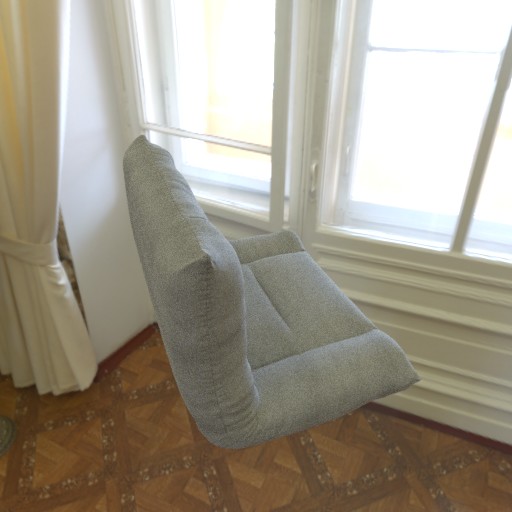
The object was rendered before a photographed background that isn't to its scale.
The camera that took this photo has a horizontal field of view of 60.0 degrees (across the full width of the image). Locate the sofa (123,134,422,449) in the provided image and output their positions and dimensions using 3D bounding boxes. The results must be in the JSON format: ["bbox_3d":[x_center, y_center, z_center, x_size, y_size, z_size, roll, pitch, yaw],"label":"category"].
[{"bbox_3d":[0.000,0.000,1.716,0.847,0.795,1.144,-11,33,-17],"label":"sofa"}]
